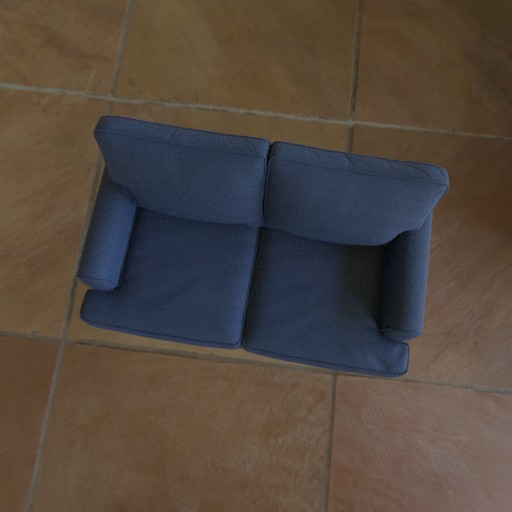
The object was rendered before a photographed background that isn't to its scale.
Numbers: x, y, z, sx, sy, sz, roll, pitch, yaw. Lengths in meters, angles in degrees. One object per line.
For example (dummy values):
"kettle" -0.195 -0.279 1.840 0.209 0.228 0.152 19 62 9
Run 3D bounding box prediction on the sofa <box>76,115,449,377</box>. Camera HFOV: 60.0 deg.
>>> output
"sofa" 0.000 0.000 2.215 1.651 0.965 0.965 9 77 2
